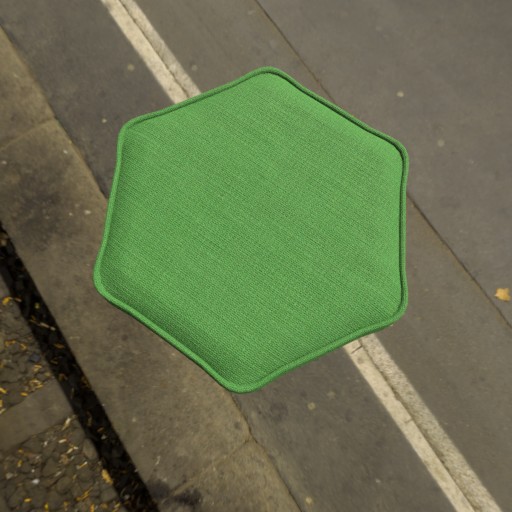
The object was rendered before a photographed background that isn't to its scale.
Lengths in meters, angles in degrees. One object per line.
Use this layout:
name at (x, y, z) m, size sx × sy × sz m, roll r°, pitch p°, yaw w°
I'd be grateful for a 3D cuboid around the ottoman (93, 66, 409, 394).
ottoman at (0.000, 0.000, 0.867) m, size 0.499 × 0.507 × 0.444 m, roll 34°, pitch 78°, yaw 8°
